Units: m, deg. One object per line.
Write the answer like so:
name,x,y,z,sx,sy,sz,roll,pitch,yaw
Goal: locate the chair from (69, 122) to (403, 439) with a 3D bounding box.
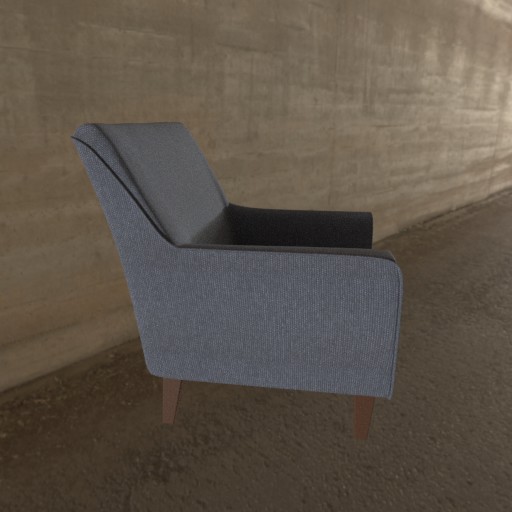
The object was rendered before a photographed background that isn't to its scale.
chair,0.000,0.000,1.592,0.899,0.919,0.780,3,17,8
